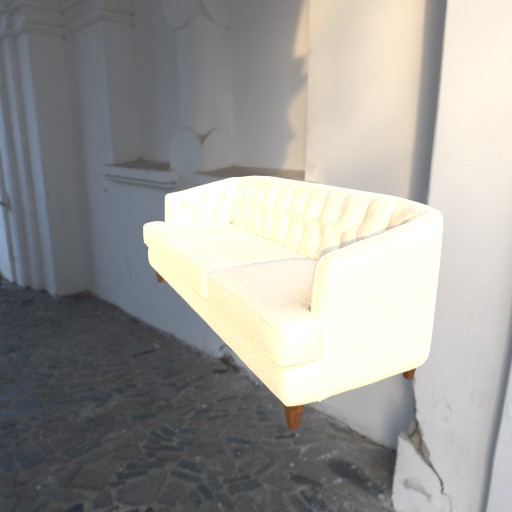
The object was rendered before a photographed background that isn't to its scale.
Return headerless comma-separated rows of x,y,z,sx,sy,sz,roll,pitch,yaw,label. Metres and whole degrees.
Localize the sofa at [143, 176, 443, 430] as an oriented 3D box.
0.000,0.000,2.754,0.941,0.855,2.278,-7,17,-25,sofa
